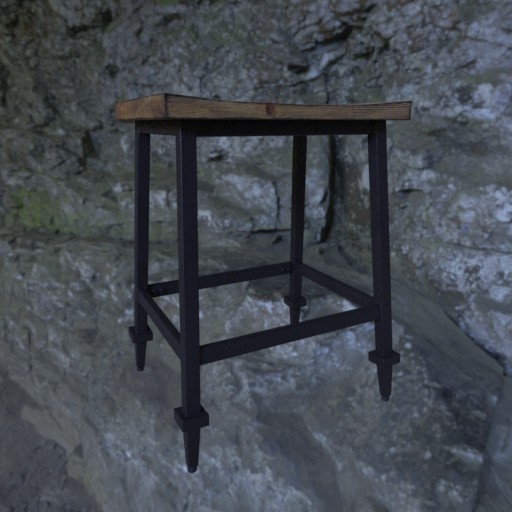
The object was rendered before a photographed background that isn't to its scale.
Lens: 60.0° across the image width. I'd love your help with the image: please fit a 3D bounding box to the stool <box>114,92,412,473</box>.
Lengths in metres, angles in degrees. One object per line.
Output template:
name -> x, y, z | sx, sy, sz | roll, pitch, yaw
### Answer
stool -> 0.000, 0.000, 0.949 | 0.486, 0.625, 0.405 | -9, 19, -26
